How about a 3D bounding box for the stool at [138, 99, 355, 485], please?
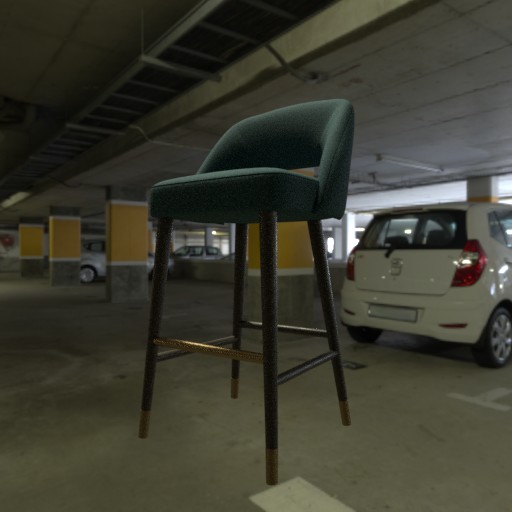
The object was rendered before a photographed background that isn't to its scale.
[{"bbox_3d":[0.000,0.000,1.334,0.536,1.032,0.522,0,1,35],"label":"stool"}]
